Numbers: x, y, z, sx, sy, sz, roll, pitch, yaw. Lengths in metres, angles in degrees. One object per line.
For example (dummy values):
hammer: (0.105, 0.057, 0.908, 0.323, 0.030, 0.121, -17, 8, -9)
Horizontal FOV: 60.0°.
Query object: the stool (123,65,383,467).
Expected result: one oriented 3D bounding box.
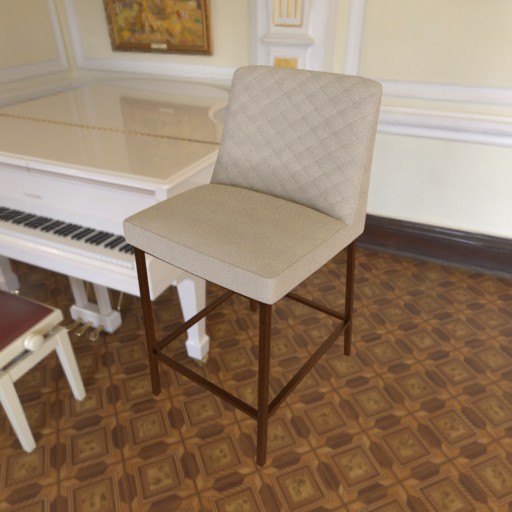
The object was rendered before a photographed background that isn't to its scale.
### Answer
stool: (0.000, 0.000, 1.317, 0.507, 0.973, 0.576, 21, 37, 30)
